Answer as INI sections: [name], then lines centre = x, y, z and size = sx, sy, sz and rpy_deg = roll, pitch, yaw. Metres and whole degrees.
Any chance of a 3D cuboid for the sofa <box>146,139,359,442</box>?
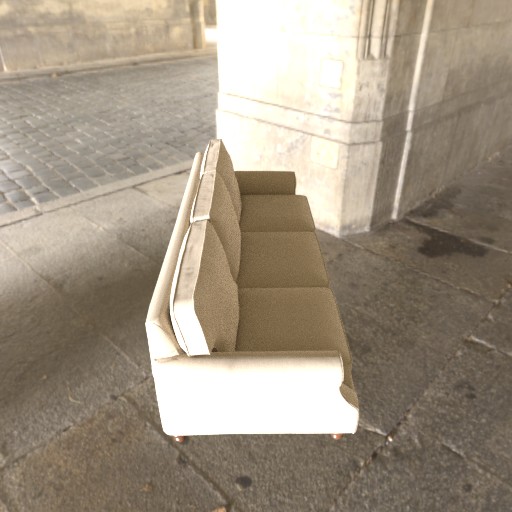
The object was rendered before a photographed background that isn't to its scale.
[sofa]
centre = 0.000, 0.000, 2.909
size = 0.966, 0.948, 2.354
rpy_deg = -1, 32, -1
